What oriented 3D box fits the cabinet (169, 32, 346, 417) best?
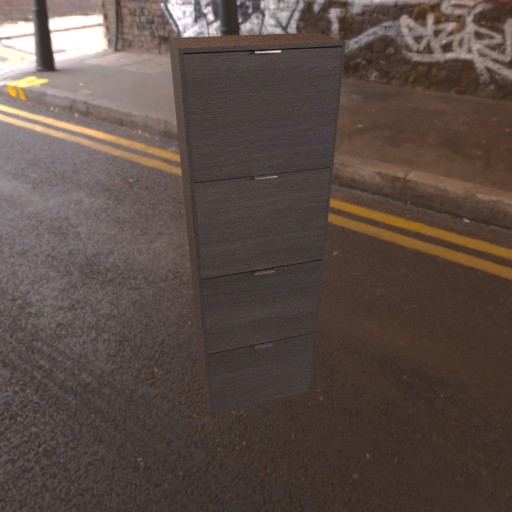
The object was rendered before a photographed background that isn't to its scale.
[{"bbox_3d":[0.000,0.000,1.846,0.520,1.630,0.255,-9,34,-13],"label":"cabinet"}]
